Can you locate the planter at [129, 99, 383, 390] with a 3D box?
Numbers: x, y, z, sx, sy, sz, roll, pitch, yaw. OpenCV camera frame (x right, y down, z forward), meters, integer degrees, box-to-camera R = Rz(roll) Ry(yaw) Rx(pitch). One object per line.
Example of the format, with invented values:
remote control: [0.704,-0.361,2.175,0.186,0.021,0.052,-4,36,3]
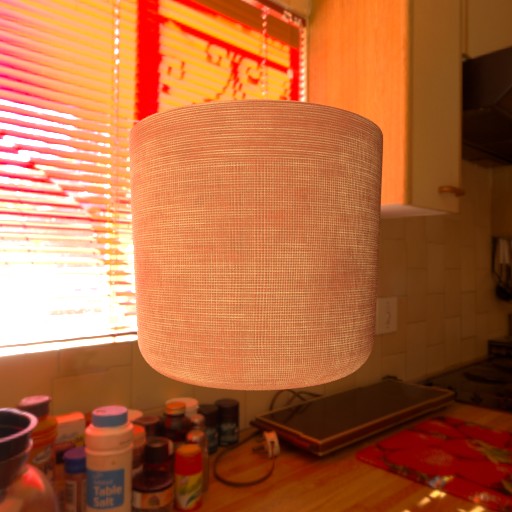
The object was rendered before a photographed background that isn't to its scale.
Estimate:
planter: [0.000,0.000,0.791,0.440,0.398,0.440,0,-2,0]
